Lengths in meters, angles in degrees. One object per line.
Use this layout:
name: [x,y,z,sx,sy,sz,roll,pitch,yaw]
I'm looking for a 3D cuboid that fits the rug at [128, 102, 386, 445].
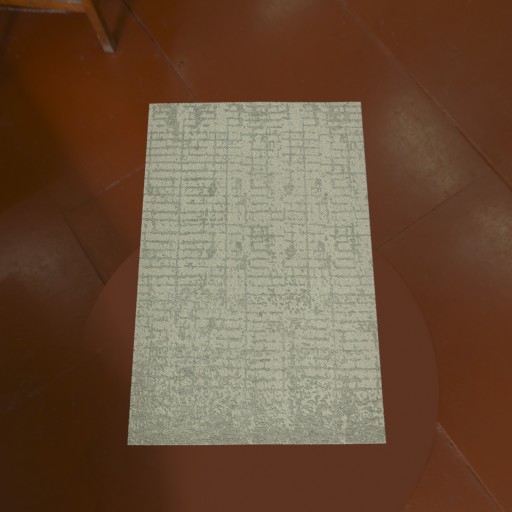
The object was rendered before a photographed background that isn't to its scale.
rug: [0.000,0.000,2.311,1.211,0.007,1.827,0,75,0]
